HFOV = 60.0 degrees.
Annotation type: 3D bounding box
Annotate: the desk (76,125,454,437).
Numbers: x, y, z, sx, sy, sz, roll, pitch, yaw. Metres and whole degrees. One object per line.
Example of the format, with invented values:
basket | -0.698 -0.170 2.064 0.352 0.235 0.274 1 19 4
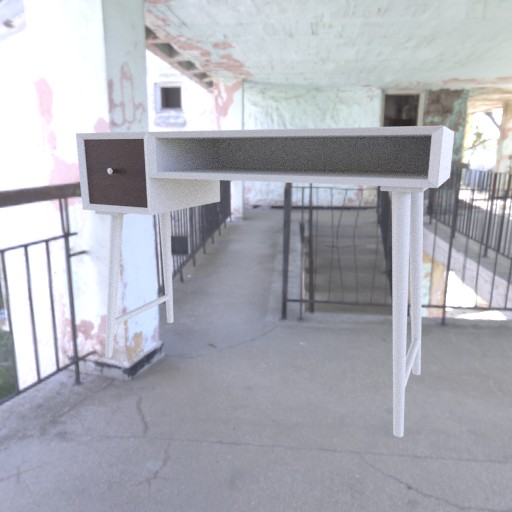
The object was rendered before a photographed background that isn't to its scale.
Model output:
desk | 0.000 0.000 1.416 1.069 0.761 0.409 7 15 26
